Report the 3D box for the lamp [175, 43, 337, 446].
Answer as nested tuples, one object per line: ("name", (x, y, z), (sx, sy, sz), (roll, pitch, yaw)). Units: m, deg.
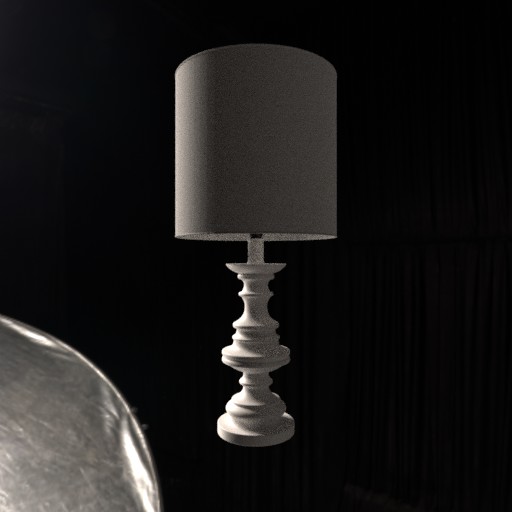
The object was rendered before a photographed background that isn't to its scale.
("lamp", (0.000, 0.000, 0.579), (0.208, 0.455, 0.208), (0, 0, 37))
